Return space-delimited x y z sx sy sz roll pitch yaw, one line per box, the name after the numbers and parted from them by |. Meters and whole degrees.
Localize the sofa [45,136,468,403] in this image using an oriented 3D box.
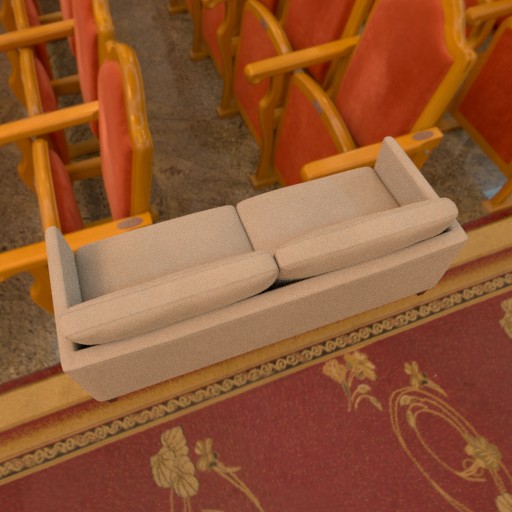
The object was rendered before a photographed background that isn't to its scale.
0.000 0.000 2.860 2.404 0.912 0.988 -17 59 -11 | sofa
